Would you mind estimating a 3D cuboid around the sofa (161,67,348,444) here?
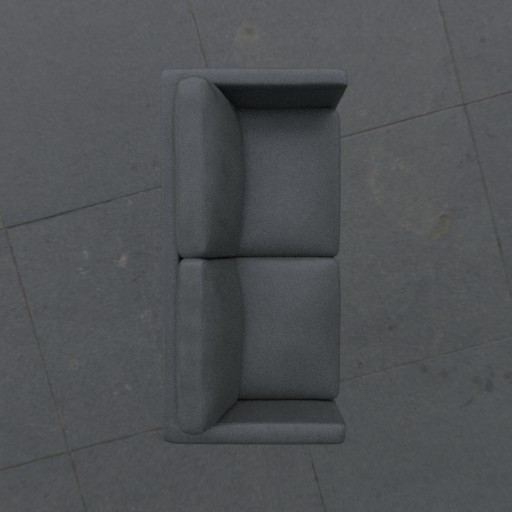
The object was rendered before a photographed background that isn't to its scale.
[{"bbox_3d":[0.000,0.000,2.481,0.951,0.933,1.883,0,91,1],"label":"sofa"}]
